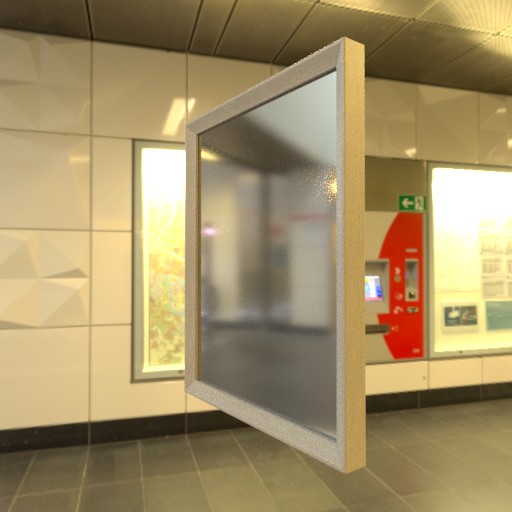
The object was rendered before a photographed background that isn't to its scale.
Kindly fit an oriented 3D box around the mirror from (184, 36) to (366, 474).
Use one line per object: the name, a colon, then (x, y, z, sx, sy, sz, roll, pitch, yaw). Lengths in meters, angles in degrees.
mirror: (0.000, 0.000, 0.690, 0.041, 0.509, 0.406, 1, -1, -36)
